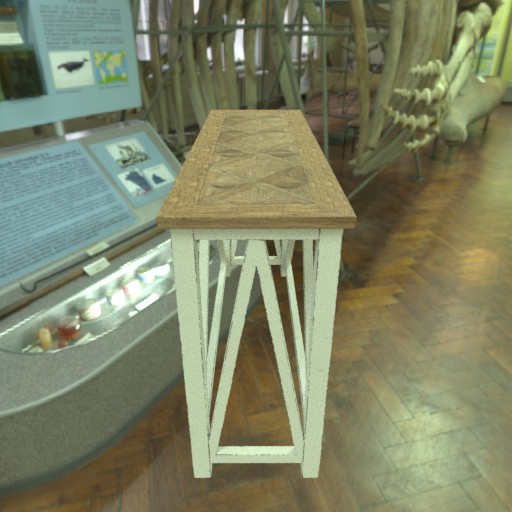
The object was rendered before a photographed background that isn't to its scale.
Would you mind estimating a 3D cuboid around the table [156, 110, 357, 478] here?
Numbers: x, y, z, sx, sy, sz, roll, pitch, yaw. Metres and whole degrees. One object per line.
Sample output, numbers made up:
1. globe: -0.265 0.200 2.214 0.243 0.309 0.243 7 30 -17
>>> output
1. table: 0.000 0.000 1.828 0.450 0.930 1.400 0 28 0
